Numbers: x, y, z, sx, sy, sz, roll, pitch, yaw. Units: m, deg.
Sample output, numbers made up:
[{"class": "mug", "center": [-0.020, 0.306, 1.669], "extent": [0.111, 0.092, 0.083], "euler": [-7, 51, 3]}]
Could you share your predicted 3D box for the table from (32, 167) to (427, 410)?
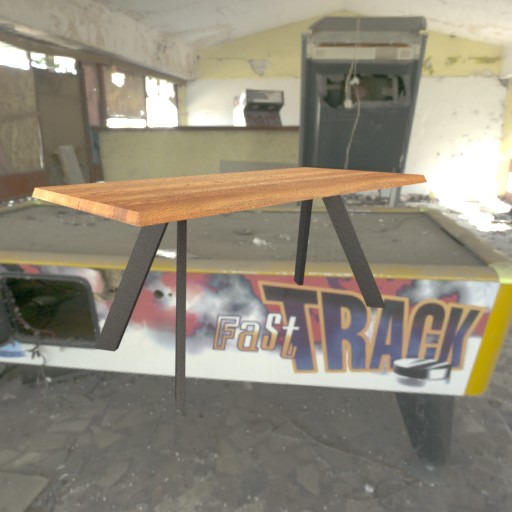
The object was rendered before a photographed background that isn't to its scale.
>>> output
[{"class": "table", "center": [0.000, 0.000, 2.278], "extent": [1.800, 0.770, 0.900], "euler": [-14, 21, -42]}]
